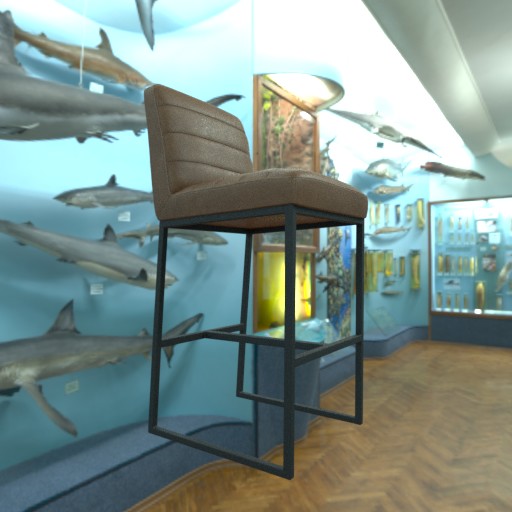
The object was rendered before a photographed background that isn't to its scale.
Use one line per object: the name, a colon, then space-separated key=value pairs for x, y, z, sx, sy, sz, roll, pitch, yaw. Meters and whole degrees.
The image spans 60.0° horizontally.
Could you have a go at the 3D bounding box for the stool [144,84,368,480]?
stool: x=0.000 y=0.000 z=1.350 sx=0.556 sy=1.040 sz=0.458 roll=0 pitch=-1 yaw=35
